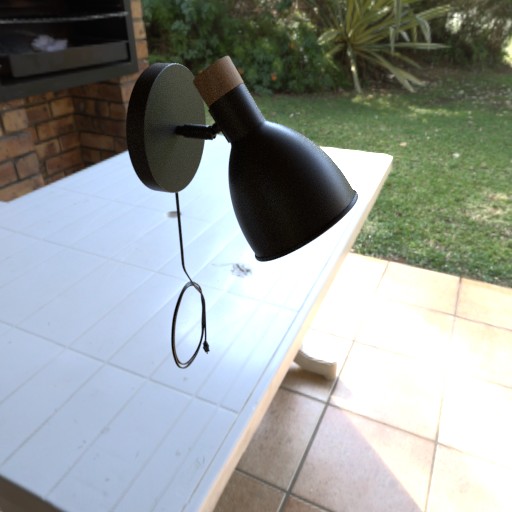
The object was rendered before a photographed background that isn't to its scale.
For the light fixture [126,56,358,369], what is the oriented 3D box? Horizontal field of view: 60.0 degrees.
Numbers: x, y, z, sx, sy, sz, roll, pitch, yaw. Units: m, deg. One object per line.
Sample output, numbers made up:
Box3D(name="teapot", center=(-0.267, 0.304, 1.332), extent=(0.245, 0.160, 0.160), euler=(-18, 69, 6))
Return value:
Box3D(name="light fixture", center=(0.000, 0.000, 0.488), extent=(0.203, 0.401, 0.127), euler=(10, 32, 17))
